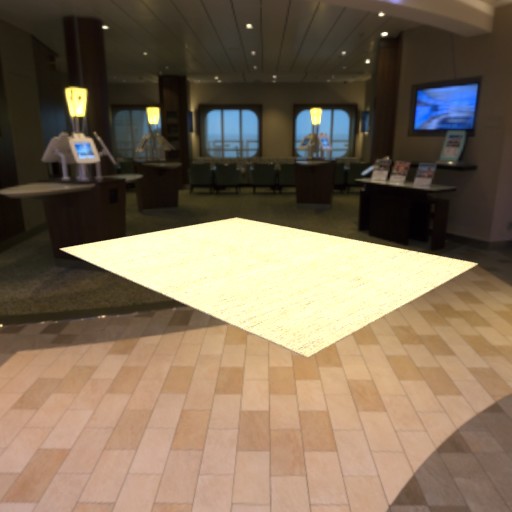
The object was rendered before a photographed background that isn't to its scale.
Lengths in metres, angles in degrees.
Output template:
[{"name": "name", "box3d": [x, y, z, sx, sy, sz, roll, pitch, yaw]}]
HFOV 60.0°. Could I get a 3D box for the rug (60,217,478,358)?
[{"name": "rug", "box3d": [0.000, 0.000, 4.235, 3.201, 0.014, 2.437, 15, 21, 43]}]
